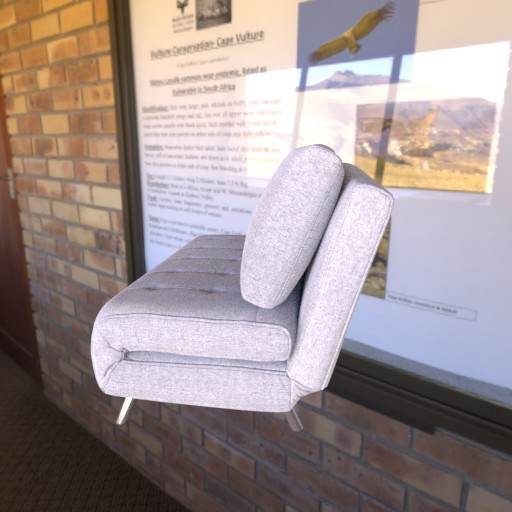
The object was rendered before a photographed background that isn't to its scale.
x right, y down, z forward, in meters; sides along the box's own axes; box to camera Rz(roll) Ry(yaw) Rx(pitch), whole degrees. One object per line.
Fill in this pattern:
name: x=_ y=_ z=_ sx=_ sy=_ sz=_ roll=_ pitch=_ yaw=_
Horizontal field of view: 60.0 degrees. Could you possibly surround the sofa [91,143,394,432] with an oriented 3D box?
sofa: x=0.000 y=0.000 z=1.858 sx=0.910 sy=0.910 sz=1.220 roll=2 pitch=15 yaw=8
